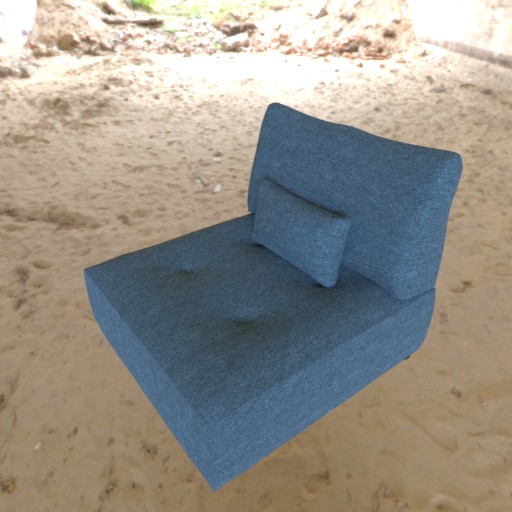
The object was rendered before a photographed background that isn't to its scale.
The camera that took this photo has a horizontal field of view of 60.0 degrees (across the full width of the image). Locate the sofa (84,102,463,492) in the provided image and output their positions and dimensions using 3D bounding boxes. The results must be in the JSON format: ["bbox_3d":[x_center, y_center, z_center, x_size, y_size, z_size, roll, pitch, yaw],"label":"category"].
[{"bbox_3d":[0.000,0.000,1.616,1.000,0.820,0.930,-22,38,-31],"label":"sofa"}]
